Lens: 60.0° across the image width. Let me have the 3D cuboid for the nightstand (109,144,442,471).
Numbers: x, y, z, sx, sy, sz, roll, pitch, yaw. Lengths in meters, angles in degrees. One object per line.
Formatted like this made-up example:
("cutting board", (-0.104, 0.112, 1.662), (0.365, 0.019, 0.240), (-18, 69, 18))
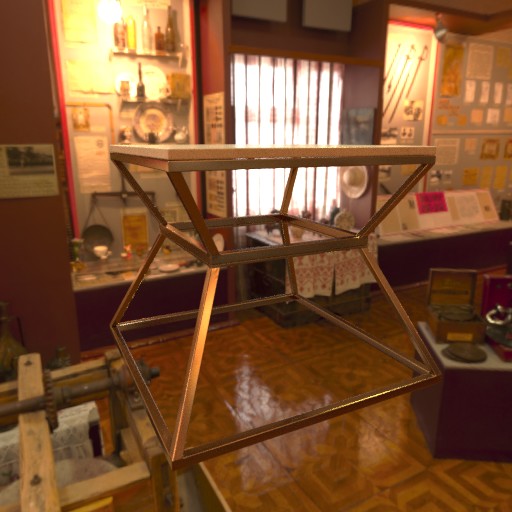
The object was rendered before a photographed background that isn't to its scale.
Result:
("nightstand", (0.000, 0.000, 0.882), (0.513, 0.426, 0.514), (-7, 16, -26))
